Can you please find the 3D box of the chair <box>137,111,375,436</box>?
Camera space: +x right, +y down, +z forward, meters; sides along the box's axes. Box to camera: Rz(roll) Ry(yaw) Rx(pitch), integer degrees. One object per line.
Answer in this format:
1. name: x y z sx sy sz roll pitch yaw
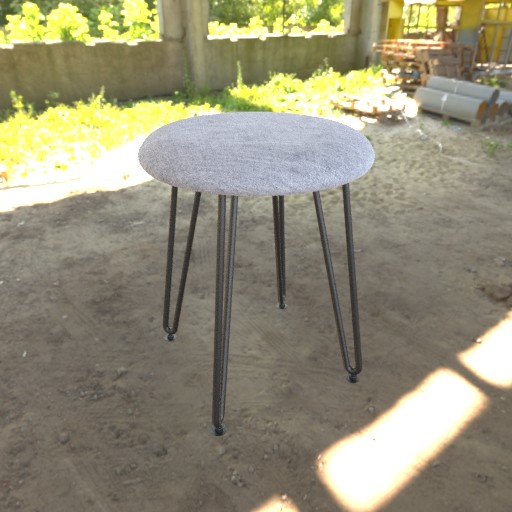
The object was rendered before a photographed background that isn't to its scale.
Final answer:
1. chair: 0.000 0.000 0.665 0.350 0.386 0.350 9 29 17
